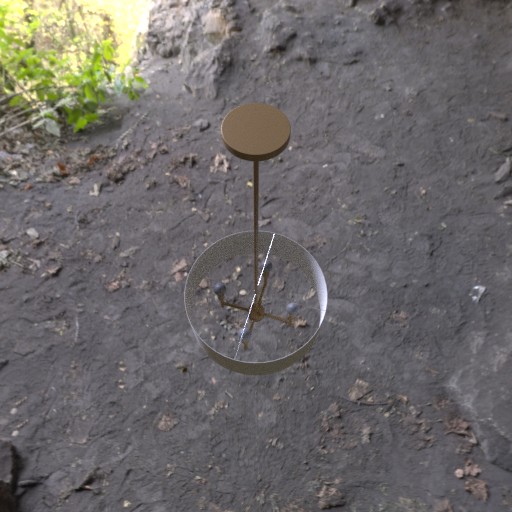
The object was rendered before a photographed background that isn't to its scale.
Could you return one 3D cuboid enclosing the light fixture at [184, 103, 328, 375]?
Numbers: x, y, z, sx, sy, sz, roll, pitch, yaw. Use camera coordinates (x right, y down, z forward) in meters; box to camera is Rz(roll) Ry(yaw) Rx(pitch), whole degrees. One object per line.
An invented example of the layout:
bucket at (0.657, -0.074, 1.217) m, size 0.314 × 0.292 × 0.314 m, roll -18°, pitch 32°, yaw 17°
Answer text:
light fixture at (0.000, 0.000, 1.333) m, size 0.508 × 1.067 × 0.508 m, roll 0°, pitch 62°, yaw 0°
